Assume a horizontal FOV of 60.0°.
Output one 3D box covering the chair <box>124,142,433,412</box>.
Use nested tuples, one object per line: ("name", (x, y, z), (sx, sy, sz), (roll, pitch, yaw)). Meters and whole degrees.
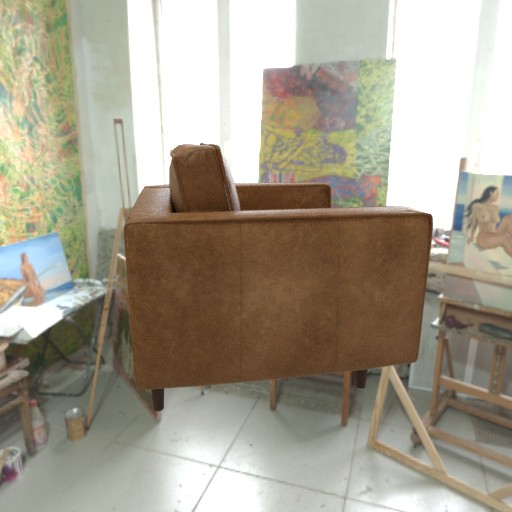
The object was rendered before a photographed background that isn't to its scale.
("chair", (0.000, 0.000, 1.549), (0.798, 0.767, 0.928), (-3, 15, -11))
